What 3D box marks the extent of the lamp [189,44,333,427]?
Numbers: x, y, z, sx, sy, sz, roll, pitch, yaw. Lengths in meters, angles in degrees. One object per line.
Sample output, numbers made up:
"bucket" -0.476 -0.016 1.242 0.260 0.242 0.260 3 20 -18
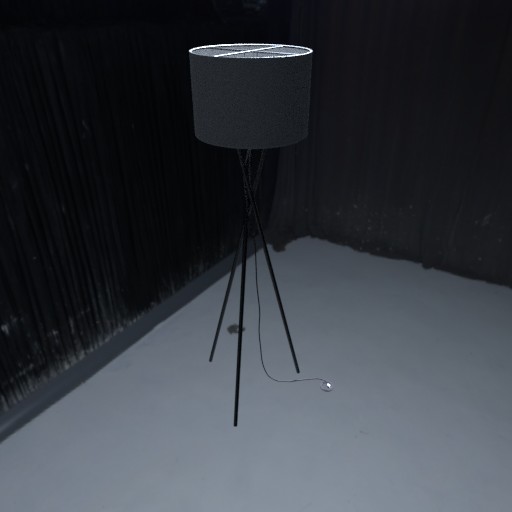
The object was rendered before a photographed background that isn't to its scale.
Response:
"lamp" 0.000 0.000 1.928 0.667 1.624 0.522 20 36 30
